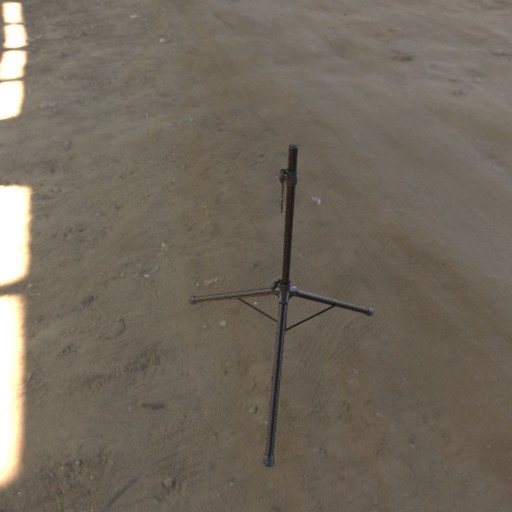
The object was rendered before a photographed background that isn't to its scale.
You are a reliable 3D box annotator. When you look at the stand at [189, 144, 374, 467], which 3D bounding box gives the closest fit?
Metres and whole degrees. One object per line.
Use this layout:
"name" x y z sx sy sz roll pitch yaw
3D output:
"stand" 0.000 0.000 1.943 0.907 1.136 1.045 26 47 27
